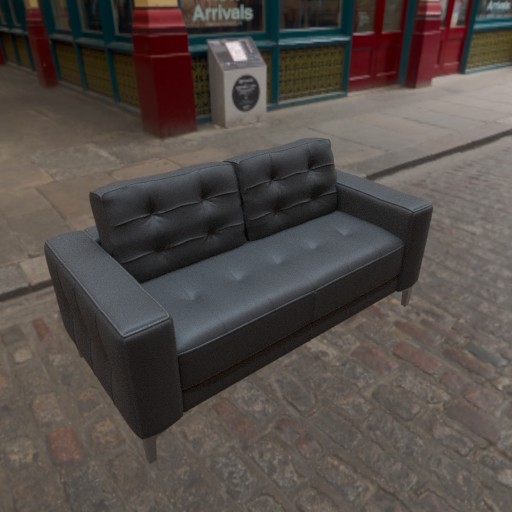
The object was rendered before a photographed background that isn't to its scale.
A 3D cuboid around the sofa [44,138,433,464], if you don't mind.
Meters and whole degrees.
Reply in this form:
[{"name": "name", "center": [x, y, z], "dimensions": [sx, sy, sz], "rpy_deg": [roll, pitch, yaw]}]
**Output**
[{"name": "sofa", "center": [0.000, 0.000, 2.167], "dimensions": [1.726, 0.893, 0.833], "rpy_deg": [-22, 36, -33]}]
